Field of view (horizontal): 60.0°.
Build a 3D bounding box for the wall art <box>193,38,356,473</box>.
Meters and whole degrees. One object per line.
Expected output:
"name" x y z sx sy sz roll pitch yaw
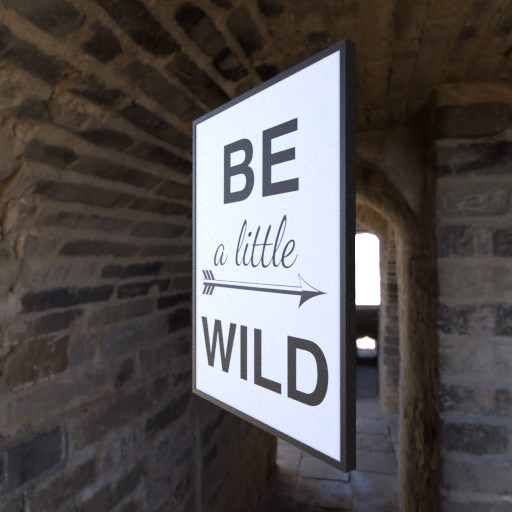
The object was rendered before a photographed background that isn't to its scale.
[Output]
"wall art" 0.000 0.000 1.421 0.038 1.062 0.806 0 0 -35
